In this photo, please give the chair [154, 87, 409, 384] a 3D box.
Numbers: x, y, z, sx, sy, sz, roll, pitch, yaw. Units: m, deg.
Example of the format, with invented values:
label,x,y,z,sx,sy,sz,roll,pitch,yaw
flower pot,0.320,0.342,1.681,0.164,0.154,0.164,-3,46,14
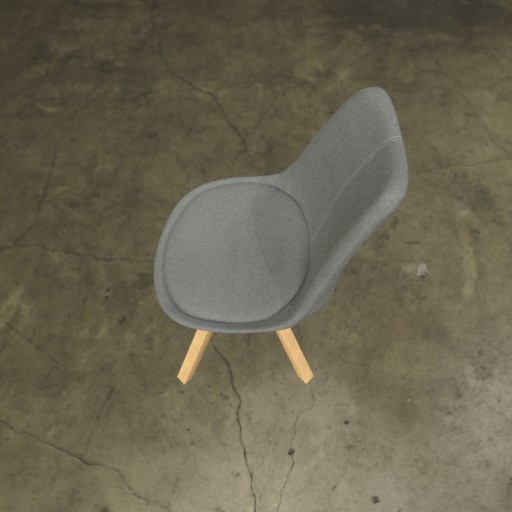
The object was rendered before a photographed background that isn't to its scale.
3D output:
label,x,y,z,sx,sy,sz,roll,pitch,yaw
chair,0.000,0.000,1.183,0.549,0.863,0.474,0,58,0
